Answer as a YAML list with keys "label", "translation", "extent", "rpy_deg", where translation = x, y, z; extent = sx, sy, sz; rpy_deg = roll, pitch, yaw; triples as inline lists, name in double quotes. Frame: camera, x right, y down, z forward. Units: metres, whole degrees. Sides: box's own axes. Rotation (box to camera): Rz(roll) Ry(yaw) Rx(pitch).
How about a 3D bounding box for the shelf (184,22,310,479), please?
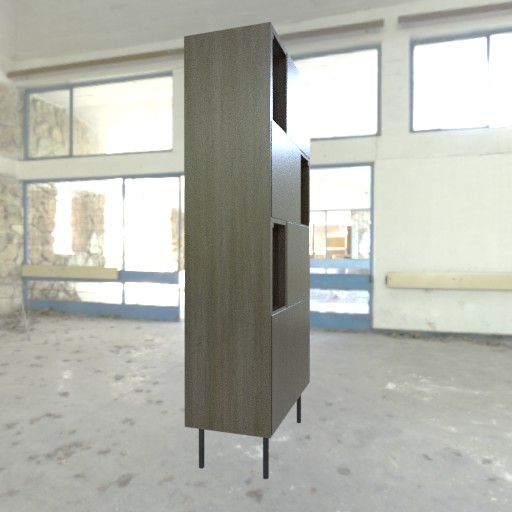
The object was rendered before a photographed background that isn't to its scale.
- label: "shelf"
  translation: [0.000, 0.000, 1.831]
  extent: [0.323, 1.545, 0.670]
  rpy_deg: [0, 1, 18]
